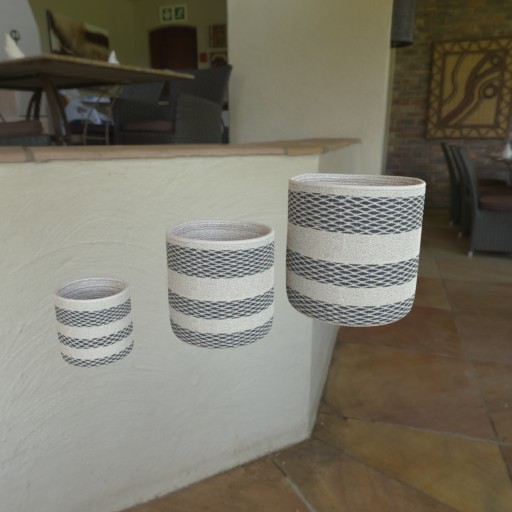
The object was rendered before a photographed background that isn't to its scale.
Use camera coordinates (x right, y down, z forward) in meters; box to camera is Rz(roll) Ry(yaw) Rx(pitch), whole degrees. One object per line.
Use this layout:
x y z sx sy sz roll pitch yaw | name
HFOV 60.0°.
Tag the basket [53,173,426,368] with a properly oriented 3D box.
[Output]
0.000 0.000 1.085 0.917 0.356 0.351 -7 17 -24 | basket
